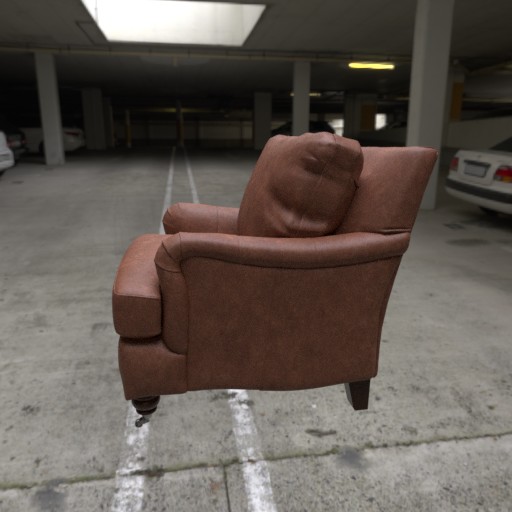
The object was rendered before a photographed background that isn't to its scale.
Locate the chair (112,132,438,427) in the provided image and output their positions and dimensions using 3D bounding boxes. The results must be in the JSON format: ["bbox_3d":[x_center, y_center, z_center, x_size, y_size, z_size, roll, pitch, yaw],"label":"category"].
[{"bbox_3d":[0.000,0.000,1.967,1.158,1.055,0.986,-2,14,-10],"label":"chair"}]
